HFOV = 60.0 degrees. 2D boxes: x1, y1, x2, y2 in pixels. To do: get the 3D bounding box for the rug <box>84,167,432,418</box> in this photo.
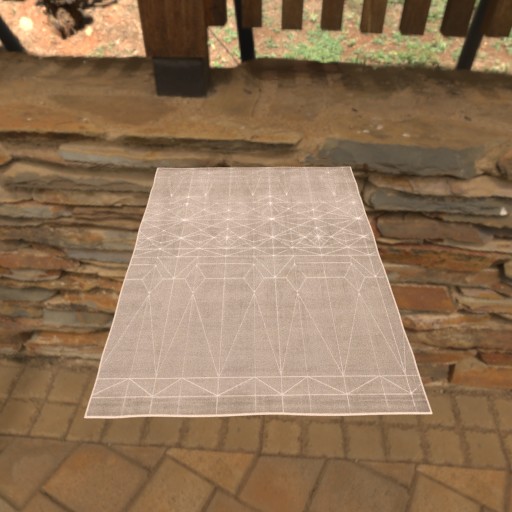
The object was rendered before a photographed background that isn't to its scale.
[{"bbox_3d":[0.000,0.000,4.345,2.449,0.019,3.357,0,42,-1],"label":"rug"}]
